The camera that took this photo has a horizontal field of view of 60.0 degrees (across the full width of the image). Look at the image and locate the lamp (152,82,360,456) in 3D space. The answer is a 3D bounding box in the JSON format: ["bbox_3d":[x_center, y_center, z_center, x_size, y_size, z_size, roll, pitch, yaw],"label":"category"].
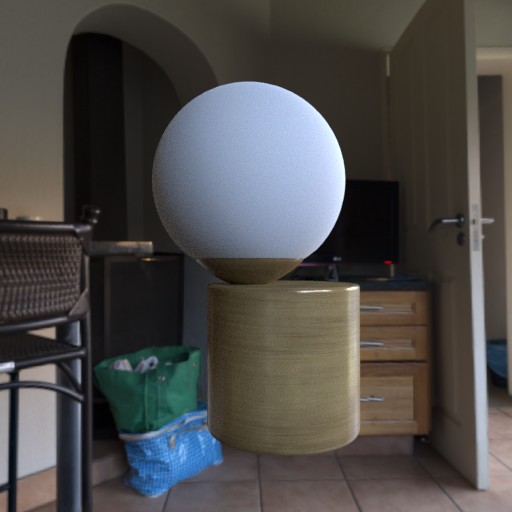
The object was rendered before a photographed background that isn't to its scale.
[{"bbox_3d":[0.000,0.000,0.331,0.152,0.250,0.141,0,-1,1],"label":"lamp"}]
